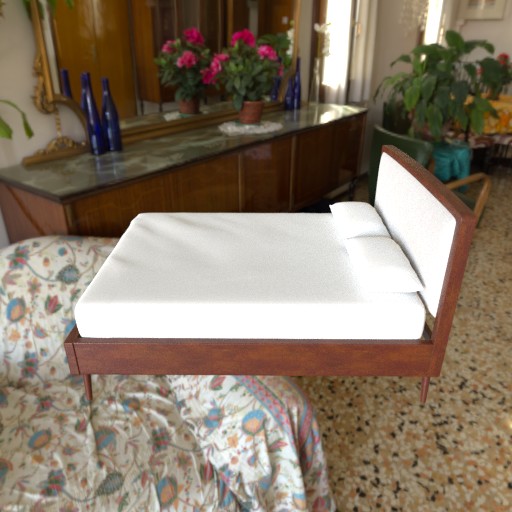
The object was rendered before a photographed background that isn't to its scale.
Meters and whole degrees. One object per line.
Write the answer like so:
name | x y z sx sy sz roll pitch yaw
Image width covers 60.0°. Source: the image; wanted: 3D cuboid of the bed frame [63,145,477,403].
bed frame | 0.000 0.000 3.145 2.171 1.279 1.587 0 26 0
